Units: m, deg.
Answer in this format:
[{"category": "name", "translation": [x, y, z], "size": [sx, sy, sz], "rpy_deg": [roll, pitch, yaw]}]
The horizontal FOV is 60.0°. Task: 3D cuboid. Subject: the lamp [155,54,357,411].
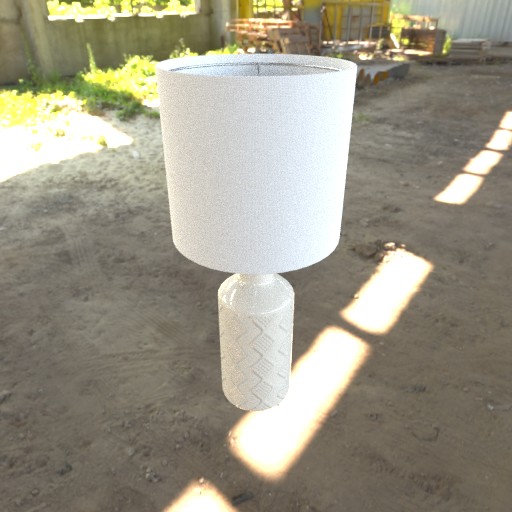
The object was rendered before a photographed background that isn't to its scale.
[{"category": "lamp", "translation": [0.000, 0.000, 0.574], "size": [0.207, 0.461, 0.207], "rpy_deg": [1, 29, 2]}]
